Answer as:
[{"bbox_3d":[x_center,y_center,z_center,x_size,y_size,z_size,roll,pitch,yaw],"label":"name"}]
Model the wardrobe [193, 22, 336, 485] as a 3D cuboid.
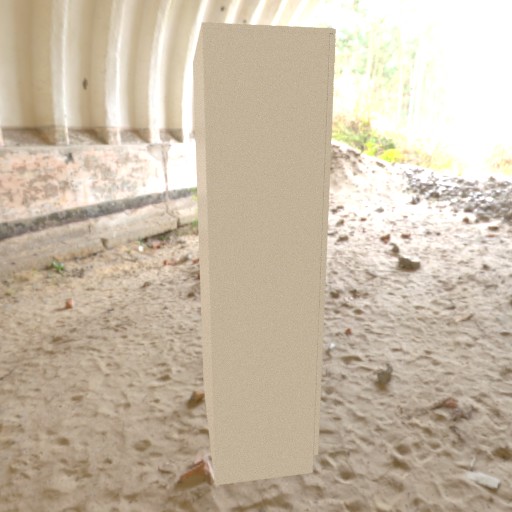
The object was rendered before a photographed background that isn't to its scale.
[{"bbox_3d":[0.000,0.000,1.975,0.470,1.700,0.760,-3,15,-10],"label":"wardrobe"}]
